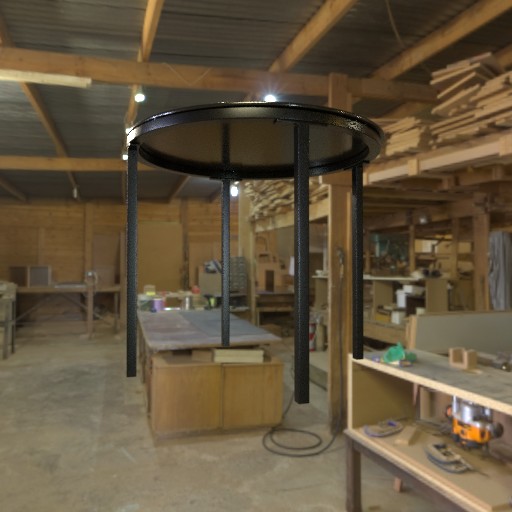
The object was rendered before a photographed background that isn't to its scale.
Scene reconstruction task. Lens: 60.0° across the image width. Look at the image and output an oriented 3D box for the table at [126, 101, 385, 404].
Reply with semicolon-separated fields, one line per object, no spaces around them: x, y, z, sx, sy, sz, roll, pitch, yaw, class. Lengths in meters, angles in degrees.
0.000;0.000;0.889;0.499;0.443;0.499;0;-1;0;table
